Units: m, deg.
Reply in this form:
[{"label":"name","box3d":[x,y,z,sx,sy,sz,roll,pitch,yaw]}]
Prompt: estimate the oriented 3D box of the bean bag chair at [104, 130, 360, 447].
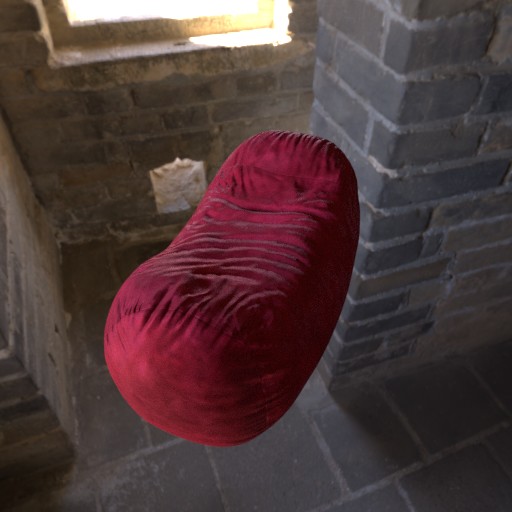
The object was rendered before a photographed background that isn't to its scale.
[{"label":"bean bag chair","box3d":[0.000,0.000,2.820,1.216,0.867,2.293,16,47,15]}]
